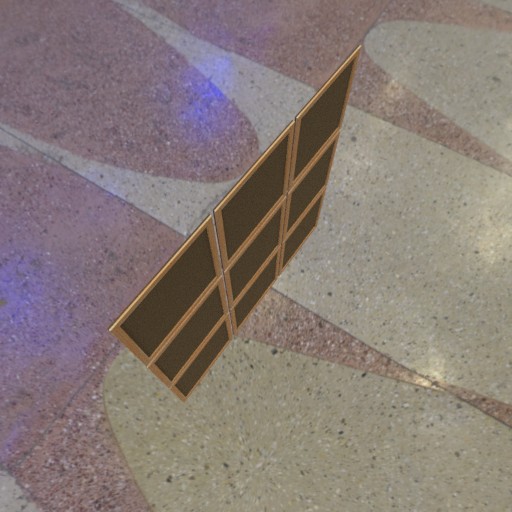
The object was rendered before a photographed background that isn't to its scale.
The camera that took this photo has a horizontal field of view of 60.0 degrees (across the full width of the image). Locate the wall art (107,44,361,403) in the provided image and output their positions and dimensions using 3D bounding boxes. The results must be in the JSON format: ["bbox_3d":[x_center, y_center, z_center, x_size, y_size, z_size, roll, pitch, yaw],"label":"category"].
[{"bbox_3d":[0.000,0.000,2.284,0.013,1.525,1.520,33,68,15],"label":"wall art"}]
